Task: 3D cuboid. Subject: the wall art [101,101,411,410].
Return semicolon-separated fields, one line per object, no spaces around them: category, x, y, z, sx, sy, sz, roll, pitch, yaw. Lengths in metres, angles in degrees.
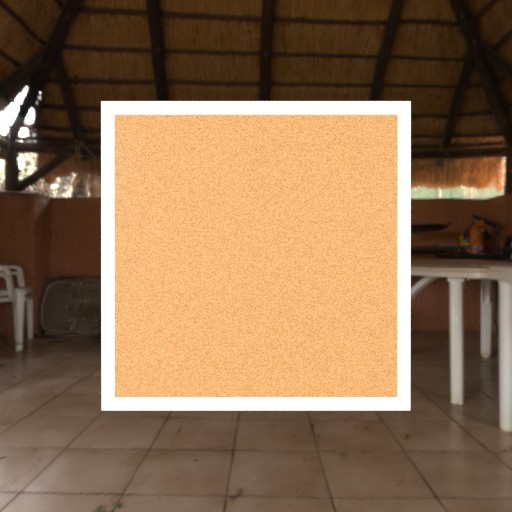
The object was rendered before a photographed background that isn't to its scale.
wall art;0.000;0.000;1.111;0.762;0.762;0.038;0;0;0
